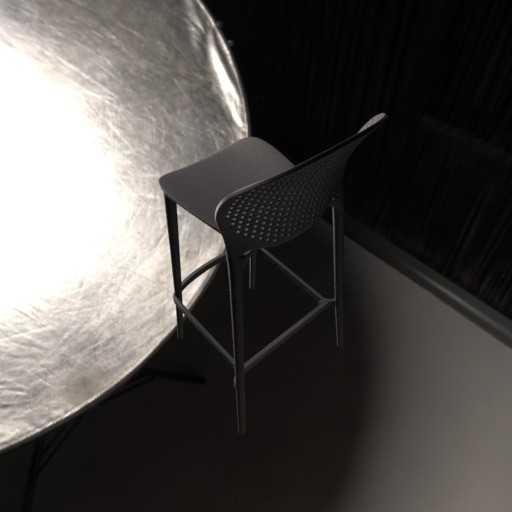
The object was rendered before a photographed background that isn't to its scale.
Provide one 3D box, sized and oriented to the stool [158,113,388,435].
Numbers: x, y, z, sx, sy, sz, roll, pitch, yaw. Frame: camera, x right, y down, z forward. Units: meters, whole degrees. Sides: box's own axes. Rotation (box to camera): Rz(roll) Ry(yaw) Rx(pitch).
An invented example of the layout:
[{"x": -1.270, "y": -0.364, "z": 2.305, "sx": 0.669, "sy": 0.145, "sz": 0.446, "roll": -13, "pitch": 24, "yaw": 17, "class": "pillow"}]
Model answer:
[{"x": 0.000, "y": 0.000, "z": 1.370, "sx": 0.536, "sy": 1.045, "sz": 0.535, "roll": -33, "pitch": 54, "yaw": -28, "class": "stool"}]
